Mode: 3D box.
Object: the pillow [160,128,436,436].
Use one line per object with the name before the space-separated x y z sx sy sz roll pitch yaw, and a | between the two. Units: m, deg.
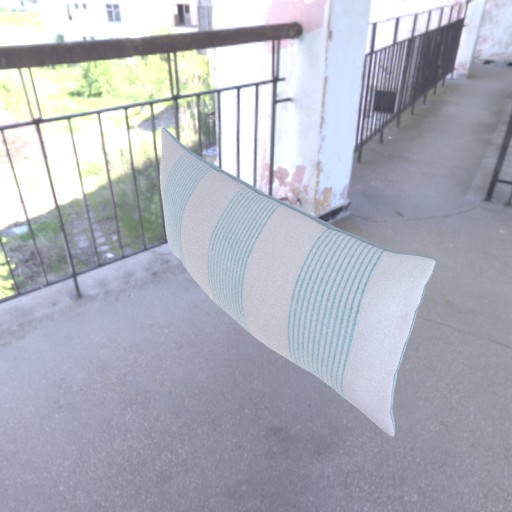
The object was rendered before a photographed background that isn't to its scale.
pillow | 0.000 0.000 0.732 0.151 0.287 0.610 -22 38 -31
